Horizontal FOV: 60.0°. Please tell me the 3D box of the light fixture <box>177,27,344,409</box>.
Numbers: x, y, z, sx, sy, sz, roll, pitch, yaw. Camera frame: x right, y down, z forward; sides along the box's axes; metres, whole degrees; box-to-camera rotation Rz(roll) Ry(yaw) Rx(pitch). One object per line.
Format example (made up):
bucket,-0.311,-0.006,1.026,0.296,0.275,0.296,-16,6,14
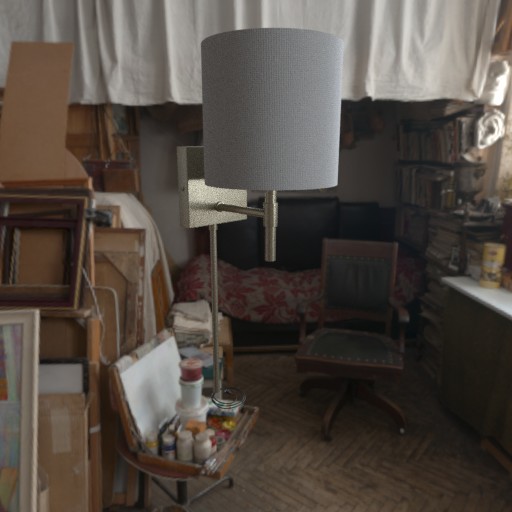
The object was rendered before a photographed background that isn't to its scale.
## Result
light fixture,0.000,0.000,0.683,0.188,0.589,0.248,-14,20,-43
